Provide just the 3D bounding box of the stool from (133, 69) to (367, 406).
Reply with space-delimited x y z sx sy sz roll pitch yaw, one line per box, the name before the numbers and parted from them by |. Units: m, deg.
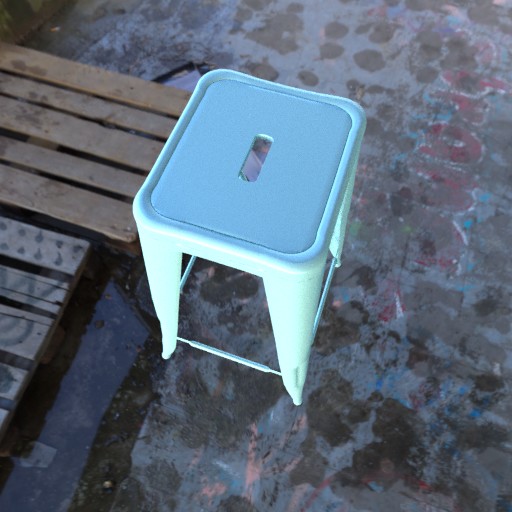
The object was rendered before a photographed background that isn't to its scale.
stool | 0.000 0.000 0.866 0.359 0.609 0.399 17 65 8
